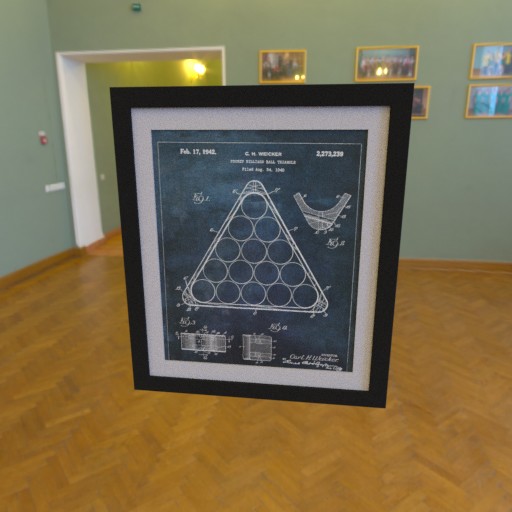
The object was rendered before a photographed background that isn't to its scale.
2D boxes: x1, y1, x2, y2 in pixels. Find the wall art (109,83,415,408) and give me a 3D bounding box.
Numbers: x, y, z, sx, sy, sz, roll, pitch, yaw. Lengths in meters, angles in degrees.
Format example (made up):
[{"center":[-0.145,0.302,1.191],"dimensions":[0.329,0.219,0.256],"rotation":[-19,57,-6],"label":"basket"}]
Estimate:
[{"center":[0.000,0.000,0.501],"dimensions":[0.311,0.361,0.010],"rotation":[2,15,7],"label":"wall art"}]
